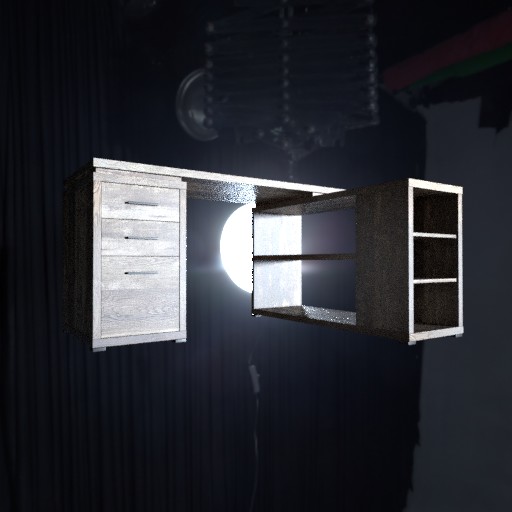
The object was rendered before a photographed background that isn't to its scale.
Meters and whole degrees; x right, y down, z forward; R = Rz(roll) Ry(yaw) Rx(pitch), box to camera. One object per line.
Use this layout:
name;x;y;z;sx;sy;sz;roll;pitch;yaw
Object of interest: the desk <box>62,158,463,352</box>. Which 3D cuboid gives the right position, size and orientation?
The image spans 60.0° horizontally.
desk;0.000;0.000;2.144;1.524;0.753;1.200;0;-1;-34
